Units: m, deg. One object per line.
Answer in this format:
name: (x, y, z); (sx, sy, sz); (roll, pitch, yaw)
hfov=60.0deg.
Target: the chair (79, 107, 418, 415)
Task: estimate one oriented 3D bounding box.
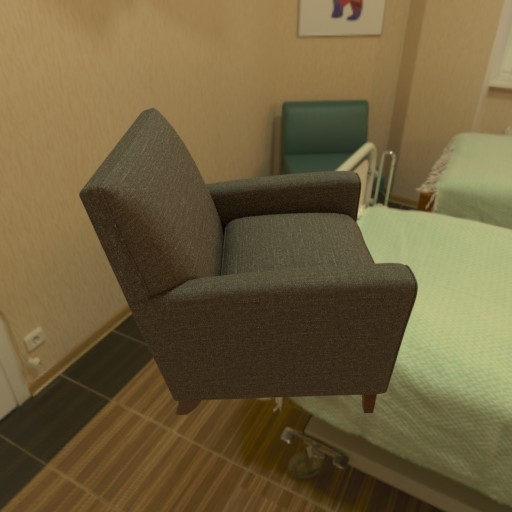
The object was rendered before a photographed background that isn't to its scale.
chair: (0.000, 0.000, 1.627); (0.875, 0.885, 0.838); (-1, 32, -1)
